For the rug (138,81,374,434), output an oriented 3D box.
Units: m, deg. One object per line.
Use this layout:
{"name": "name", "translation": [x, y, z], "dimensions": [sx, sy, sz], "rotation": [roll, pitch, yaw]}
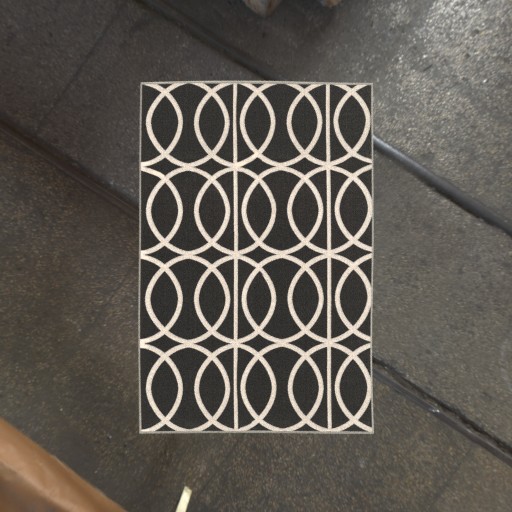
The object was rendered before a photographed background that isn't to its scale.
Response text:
{"name": "rug", "translation": [0.000, 0.000, 2.882], "dimensions": [1.528, 0.014, 2.294], "rotation": [0, 89, 0]}
